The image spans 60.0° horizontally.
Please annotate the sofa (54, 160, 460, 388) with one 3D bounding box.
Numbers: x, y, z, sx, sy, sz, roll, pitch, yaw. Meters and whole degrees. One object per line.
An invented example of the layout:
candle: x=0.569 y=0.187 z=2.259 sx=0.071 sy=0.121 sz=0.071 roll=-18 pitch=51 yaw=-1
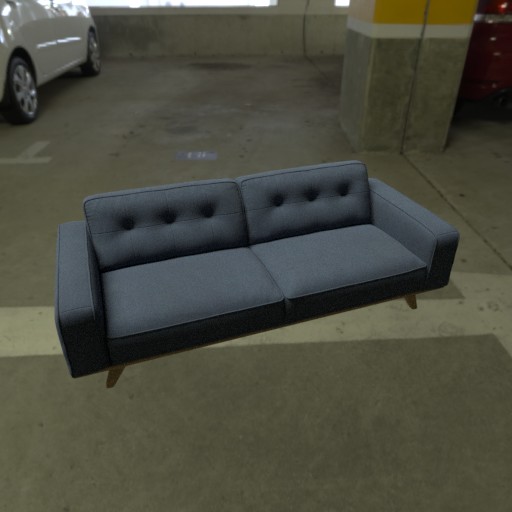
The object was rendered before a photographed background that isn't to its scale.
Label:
sofa: x=0.000 y=0.000 z=2.743 sx=2.270 sy=0.782 sz=0.953 roll=-11 pitch=33 yaw=-17
